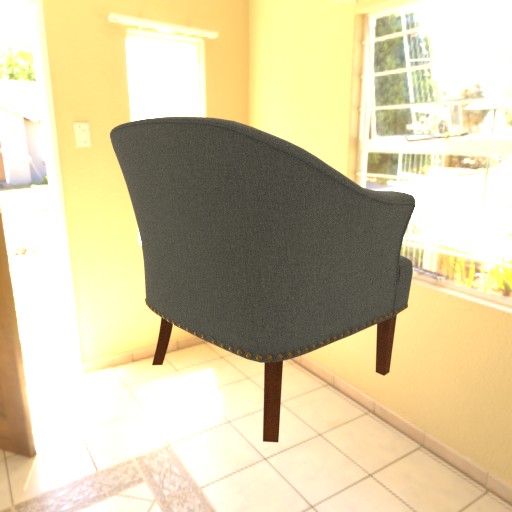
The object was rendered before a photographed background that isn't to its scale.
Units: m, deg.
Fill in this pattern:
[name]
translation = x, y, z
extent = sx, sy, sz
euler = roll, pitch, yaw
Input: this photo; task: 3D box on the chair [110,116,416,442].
[chair]
translation = 0.000, 0.000, 1.401
extent = 0.704, 0.815, 0.798
euler = -13, 20, -41
